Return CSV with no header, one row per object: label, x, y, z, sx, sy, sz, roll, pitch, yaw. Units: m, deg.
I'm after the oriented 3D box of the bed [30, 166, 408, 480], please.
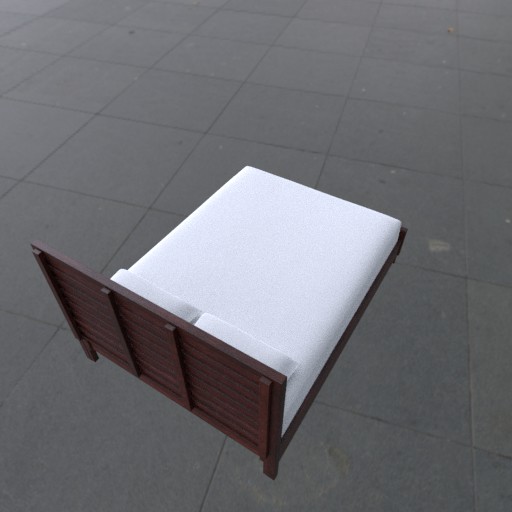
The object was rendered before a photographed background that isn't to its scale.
bed,0.000,0.000,4.069,2.040,1.492,2.803,24,50,22
